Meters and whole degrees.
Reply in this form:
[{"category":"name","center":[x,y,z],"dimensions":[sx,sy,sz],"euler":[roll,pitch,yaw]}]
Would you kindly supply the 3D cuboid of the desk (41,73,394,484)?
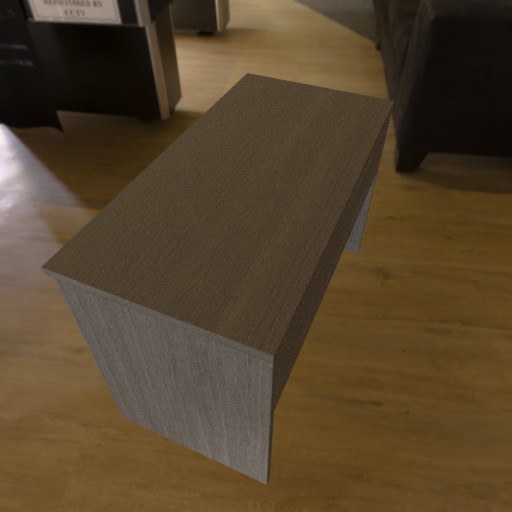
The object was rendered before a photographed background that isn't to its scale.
[{"category":"desk","center":[0.000,0.000,1.515],"dimensions":[0.557,0.729,1.099],"euler":[18,48,16]}]
